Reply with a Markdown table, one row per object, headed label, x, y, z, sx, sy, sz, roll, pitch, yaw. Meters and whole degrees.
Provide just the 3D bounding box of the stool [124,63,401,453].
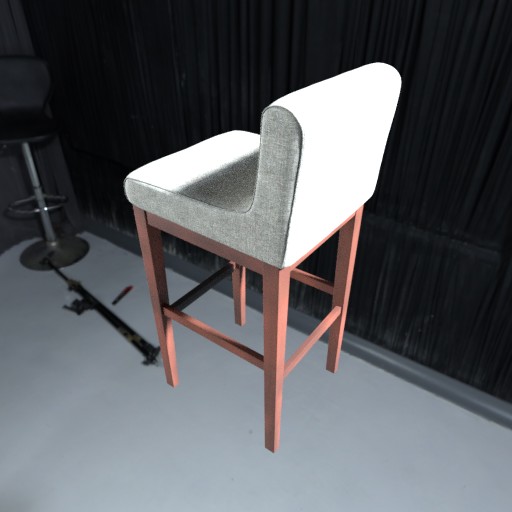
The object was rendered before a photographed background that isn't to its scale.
| label | x | y | z | sx | sy | sz | roll | pitch | yaw |
| --- | --- | --- | --- | --- | --- | --- | --- | --- | --- |
| stool | 0.000 | 0.000 | 1.197 | 0.499 | 0.965 | 0.426 | 22 | 39 | 29 |
